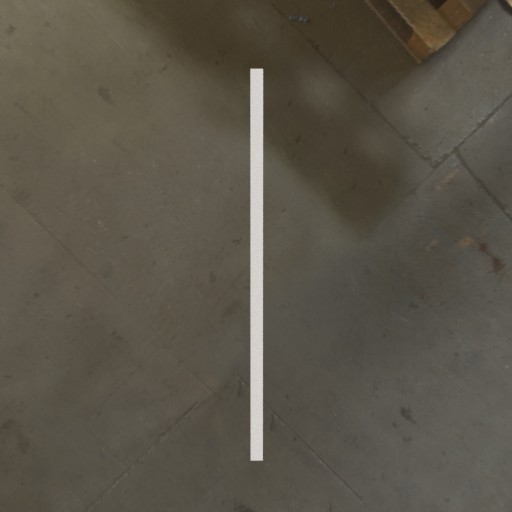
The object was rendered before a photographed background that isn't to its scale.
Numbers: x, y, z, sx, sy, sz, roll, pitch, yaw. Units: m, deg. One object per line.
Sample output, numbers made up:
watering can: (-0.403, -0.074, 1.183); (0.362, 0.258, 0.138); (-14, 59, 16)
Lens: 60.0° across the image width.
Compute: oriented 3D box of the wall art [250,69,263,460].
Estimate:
wall art: (0.000, 0.000, 0.603); (0.010, 0.474, 0.325); (0, 93, 0)
